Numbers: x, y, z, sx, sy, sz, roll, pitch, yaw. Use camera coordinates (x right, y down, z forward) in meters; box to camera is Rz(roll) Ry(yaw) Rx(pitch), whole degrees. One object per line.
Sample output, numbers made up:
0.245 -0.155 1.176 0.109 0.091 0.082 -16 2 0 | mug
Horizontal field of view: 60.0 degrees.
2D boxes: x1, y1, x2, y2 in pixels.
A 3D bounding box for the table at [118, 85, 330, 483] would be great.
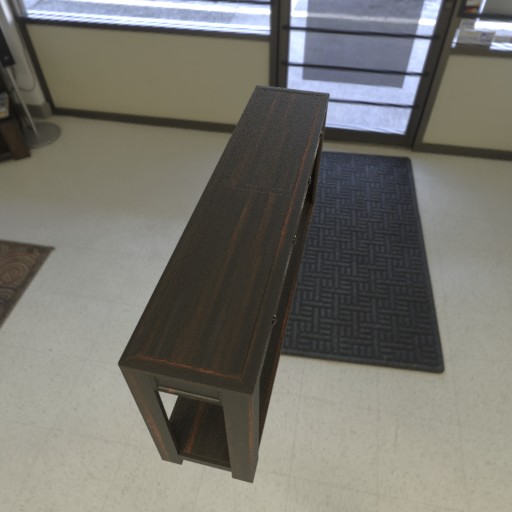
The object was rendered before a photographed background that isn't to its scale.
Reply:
0.000 0.000 1.979 0.384 0.762 1.631 10 48 9 | table
